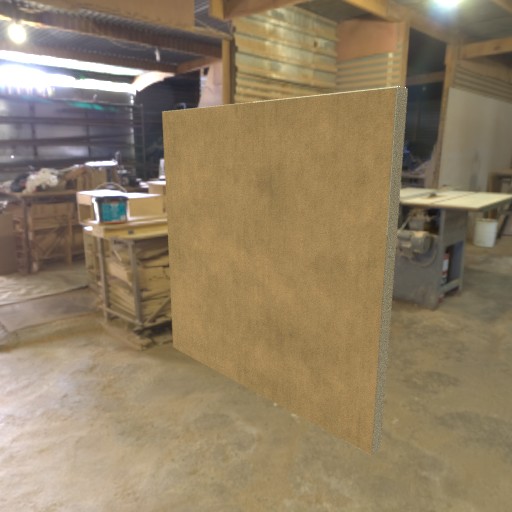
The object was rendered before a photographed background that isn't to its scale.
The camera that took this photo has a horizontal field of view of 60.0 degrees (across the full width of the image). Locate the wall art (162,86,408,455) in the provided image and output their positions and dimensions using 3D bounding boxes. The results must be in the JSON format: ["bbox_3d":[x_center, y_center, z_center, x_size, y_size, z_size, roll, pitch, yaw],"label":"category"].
[{"bbox_3d":[0.000,0.000,0.691,0.023,0.453,0.455,-13,19,-43],"label":"wall art"}]
